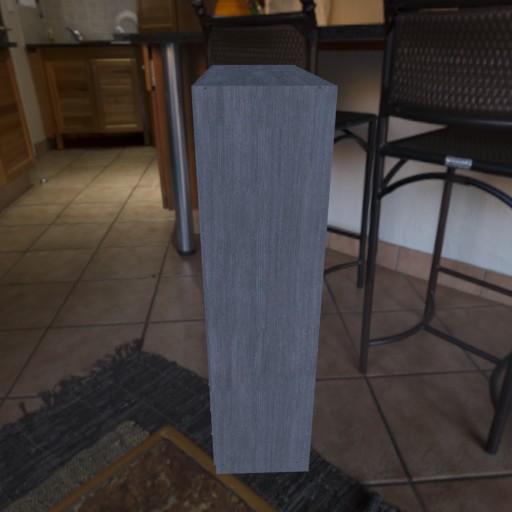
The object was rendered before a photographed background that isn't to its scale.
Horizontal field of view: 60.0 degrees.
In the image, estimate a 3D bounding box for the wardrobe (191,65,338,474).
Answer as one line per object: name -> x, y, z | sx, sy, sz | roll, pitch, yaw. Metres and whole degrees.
wardrobe -> 0.000, 0.000, 2.493 | 0.510, 1.910, 1.290 | -1, 26, -2
